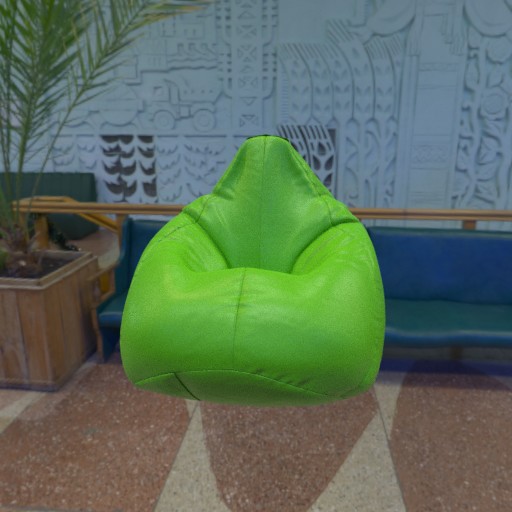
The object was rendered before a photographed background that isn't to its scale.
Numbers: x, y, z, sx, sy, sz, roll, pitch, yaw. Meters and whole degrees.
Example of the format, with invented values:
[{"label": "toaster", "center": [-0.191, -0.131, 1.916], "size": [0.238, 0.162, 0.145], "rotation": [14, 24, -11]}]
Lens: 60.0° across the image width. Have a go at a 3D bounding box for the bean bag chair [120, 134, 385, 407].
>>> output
[{"label": "bean bag chair", "center": [0.000, 0.000, 1.871], "size": [1.070, 0.990, 1.070], "rotation": [2, 16, 8]}]
